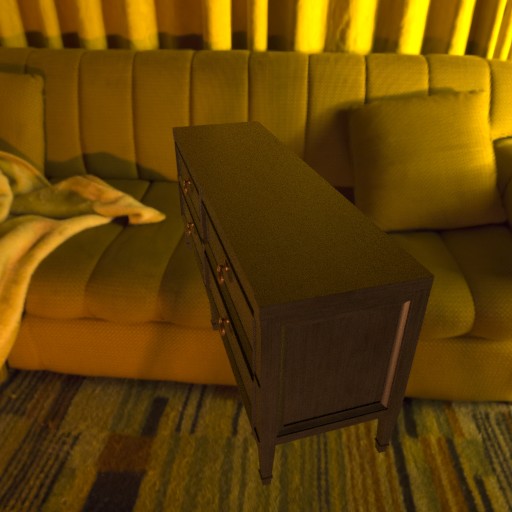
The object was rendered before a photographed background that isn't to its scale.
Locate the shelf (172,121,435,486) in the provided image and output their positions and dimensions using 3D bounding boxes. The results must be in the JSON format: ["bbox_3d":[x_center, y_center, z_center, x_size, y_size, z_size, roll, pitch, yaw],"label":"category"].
[{"bbox_3d":[0.000,0.000,1.892,0.479,0.719,1.575,-9,32,-14],"label":"shelf"}]
